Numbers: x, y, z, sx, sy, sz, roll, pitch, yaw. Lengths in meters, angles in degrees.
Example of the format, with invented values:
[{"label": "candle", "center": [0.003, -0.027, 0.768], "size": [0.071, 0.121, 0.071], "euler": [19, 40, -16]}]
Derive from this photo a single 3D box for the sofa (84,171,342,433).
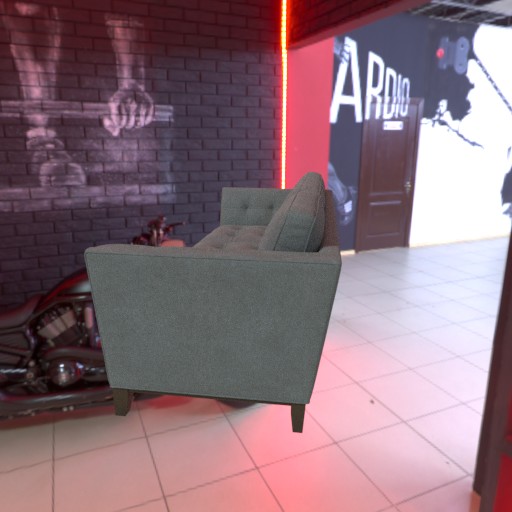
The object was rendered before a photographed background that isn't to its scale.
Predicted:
[{"label": "sofa", "center": [0.000, 0.000, 2.813], "size": [0.965, 0.940, 2.387], "euler": [2, 15, 8]}]
